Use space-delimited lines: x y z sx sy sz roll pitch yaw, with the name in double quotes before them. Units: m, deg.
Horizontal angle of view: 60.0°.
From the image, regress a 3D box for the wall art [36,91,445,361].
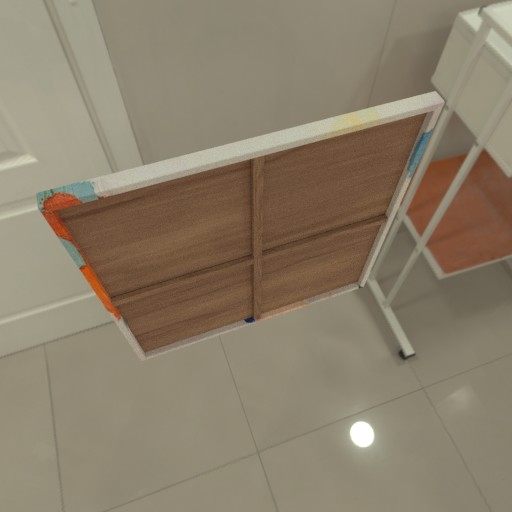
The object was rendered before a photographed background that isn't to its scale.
"wall art" 0.000 0.000 1.192 0.814 0.814 0.037 -17 60 -10
